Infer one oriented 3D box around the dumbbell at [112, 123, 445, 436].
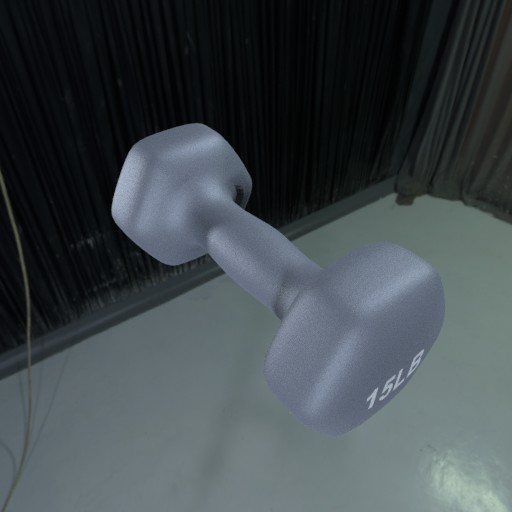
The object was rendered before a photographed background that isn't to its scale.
[{"bbox_3d":[0.000,0.000,0.299,0.116,0.105,0.240,-27,48,-27],"label":"dumbbell"}]
